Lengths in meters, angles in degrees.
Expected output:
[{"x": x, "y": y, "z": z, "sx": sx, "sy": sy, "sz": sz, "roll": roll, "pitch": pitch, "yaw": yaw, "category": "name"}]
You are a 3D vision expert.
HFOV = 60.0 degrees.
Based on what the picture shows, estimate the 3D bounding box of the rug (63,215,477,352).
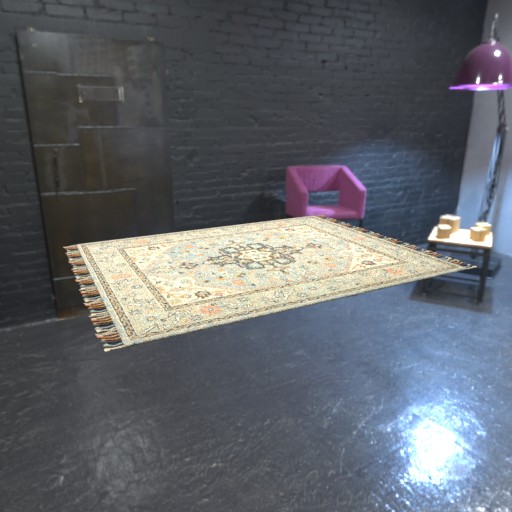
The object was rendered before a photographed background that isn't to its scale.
[{"x": 0.000, "y": 0.000, "z": 2.275, "sx": 1.730, "sy": 0.009, "sz": 1.278, "roll": -9, "pitch": 20, "yaw": -26, "category": "rug"}]
